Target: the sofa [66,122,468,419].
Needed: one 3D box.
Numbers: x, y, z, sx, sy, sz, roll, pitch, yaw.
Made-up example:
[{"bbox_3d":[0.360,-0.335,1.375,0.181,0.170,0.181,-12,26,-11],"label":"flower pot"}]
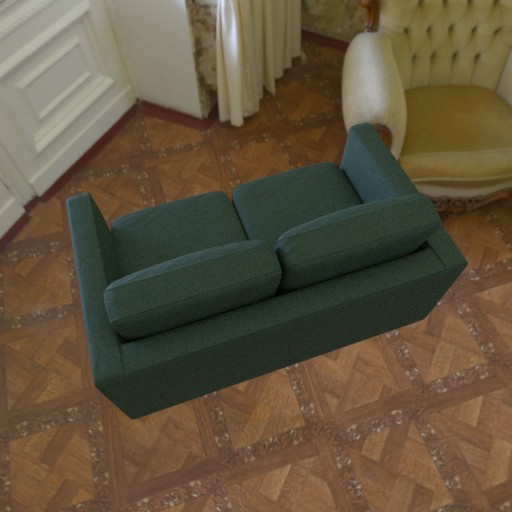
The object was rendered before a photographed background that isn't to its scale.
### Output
[{"bbox_3d":[0.000,0.000,1.990,1.430,0.899,0.879,-16,60,-10],"label":"sofa"}]
